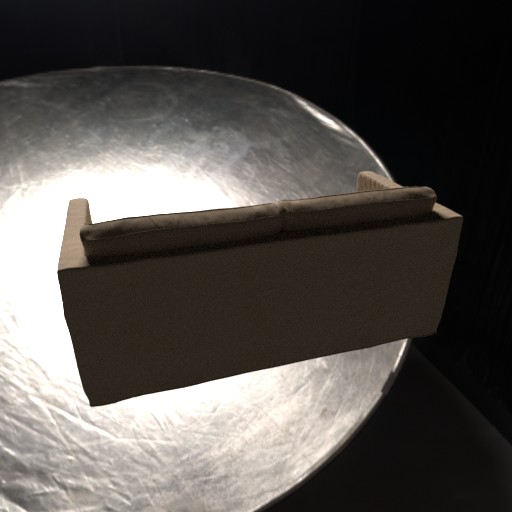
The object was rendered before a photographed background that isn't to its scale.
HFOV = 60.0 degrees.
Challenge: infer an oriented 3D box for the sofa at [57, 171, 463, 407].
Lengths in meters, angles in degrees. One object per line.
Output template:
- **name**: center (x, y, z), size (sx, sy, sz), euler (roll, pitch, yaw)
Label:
- **sofa**: center (0.000, 0.000, 2.527), size (1.987, 0.847, 0.956), euler (-8, 27, -16)
